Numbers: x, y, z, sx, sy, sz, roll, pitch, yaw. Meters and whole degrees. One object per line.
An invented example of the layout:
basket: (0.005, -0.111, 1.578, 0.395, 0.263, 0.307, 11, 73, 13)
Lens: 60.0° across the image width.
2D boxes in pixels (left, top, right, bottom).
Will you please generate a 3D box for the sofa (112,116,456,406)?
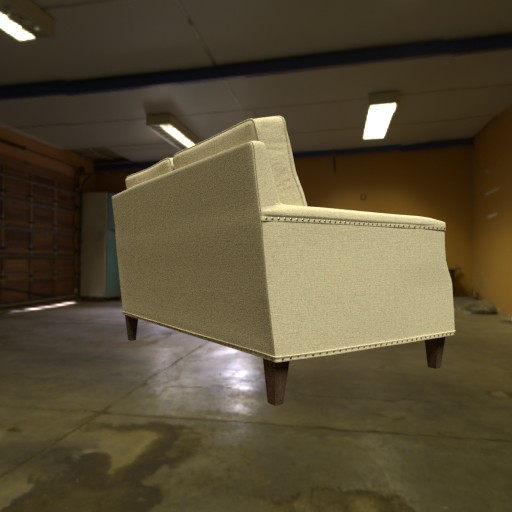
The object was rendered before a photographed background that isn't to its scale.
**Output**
sofa: (0.000, 0.000, 2.307, 1.084, 1.003, 1.597, 0, -1, -34)
